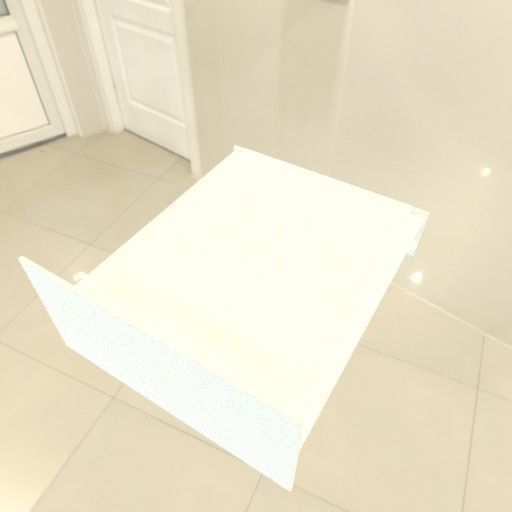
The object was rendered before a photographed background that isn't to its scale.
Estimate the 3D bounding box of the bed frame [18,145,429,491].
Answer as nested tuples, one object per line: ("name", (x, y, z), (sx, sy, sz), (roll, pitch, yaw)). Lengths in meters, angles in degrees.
("bed frame", (0.000, 0.000, 2.813), (1.622, 0.800, 1.960), (24, 51, 22))
